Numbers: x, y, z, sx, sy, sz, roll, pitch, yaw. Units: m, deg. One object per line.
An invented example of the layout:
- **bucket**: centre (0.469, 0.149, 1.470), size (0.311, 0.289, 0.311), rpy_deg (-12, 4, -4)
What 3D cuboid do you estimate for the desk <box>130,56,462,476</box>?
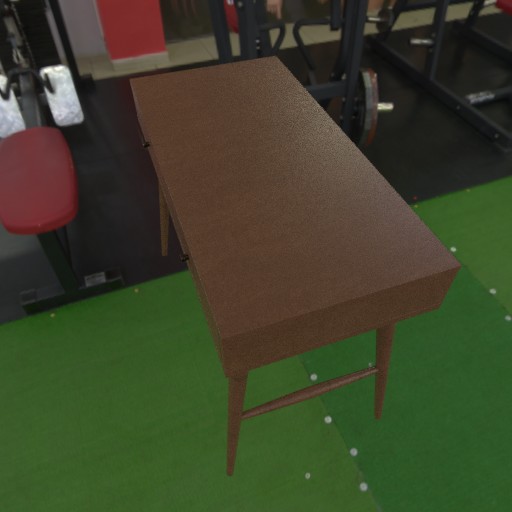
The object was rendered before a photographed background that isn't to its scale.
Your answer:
- **desk**: centre (0.000, 0.000, 1.356), size (0.510, 0.758, 0.949), rpy_deg (-15, 50, -13)
